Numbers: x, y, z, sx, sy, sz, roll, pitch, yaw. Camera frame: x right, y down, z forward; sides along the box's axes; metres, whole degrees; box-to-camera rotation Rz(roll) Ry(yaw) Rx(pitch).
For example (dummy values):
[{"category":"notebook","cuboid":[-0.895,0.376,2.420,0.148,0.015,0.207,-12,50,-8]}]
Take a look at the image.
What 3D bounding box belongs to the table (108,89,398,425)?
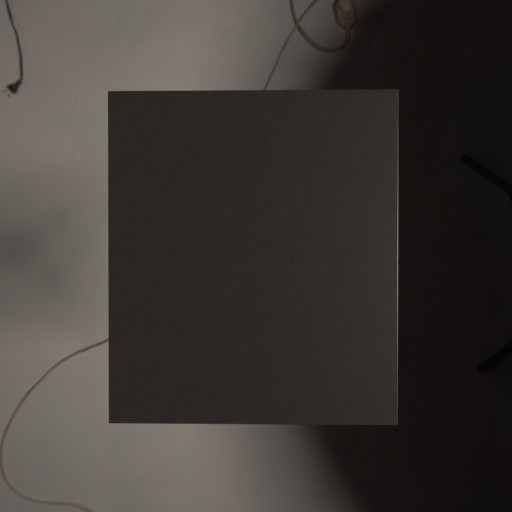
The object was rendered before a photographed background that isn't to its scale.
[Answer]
[{"category":"table","cuboid":[0.000,0.000,0.913,0.399,0.610,0.460,0,90,1]}]
